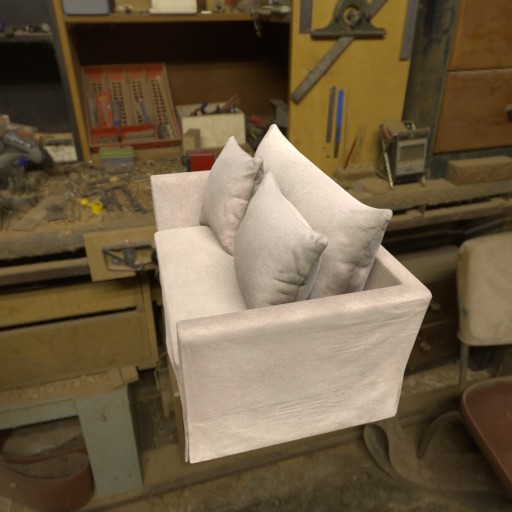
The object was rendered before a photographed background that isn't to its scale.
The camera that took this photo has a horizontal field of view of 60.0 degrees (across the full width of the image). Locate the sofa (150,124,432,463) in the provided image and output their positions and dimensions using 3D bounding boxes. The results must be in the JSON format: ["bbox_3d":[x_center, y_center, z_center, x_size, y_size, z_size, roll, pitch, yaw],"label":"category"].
[{"bbox_3d":[0.000,0.000,2.341,1.035,1.040,1.608,-8,31,-13],"label":"sofa"}]
